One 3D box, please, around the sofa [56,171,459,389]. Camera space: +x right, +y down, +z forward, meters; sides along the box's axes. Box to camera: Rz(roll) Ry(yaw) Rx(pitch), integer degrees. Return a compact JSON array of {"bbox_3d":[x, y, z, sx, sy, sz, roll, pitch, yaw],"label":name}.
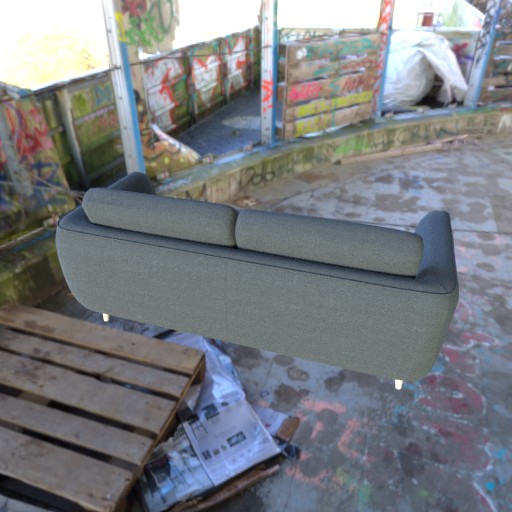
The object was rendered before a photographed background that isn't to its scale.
[{"bbox_3d":[0.000,0.000,2.451,2.000,0.850,0.920,10,33,15],"label":"sofa"}]
